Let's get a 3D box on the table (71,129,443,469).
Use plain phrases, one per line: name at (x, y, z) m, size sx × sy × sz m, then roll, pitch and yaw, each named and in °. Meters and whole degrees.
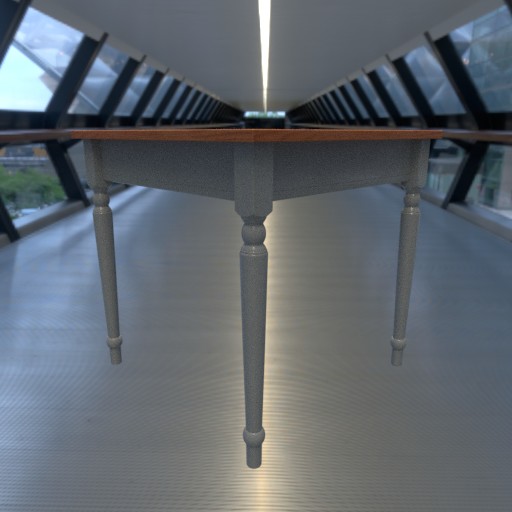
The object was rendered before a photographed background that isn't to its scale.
table at (0.000, 0.000, 1.355) m, size 0.747 × 0.738 × 0.747 m, roll -15°, pitch 21°, yaw -42°
